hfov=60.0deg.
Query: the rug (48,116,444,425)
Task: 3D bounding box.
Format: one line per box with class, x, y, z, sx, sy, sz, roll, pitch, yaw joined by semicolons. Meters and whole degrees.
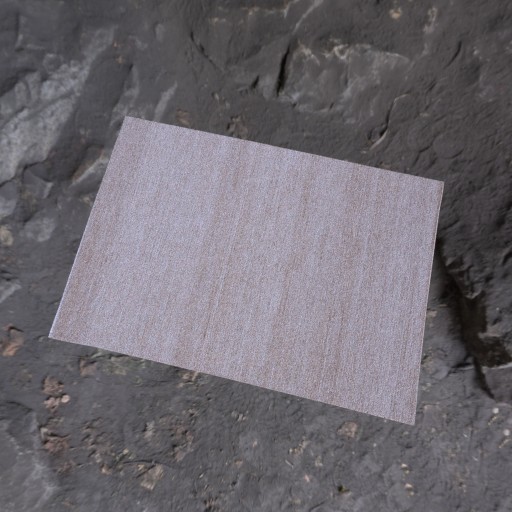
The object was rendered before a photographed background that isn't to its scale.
rug;0.000;0.000;2.876;2.283;0.030;1.596;13;76;3
